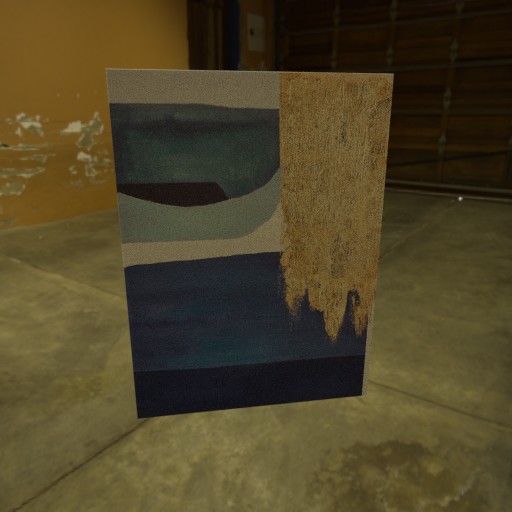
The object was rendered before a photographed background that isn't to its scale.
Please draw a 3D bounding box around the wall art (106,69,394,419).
[{"bbox_3d":[0.000,0.000,0.797,0.458,0.613,0.026,-3,17,-9],"label":"wall art"}]
